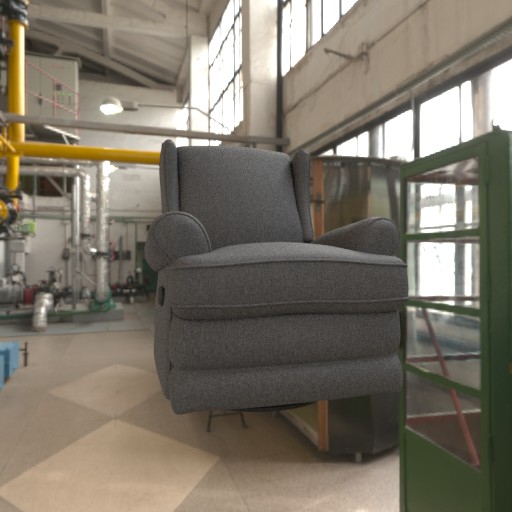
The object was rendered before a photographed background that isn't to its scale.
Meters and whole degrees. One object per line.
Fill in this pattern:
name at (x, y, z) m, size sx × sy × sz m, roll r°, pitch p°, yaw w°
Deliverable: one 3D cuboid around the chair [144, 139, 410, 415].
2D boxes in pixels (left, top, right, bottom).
chair at (0.000, 0.000, 1.707) m, size 0.847 × 1.011 × 0.969 m, roll 0°, pitch 0°, yaw -17°
